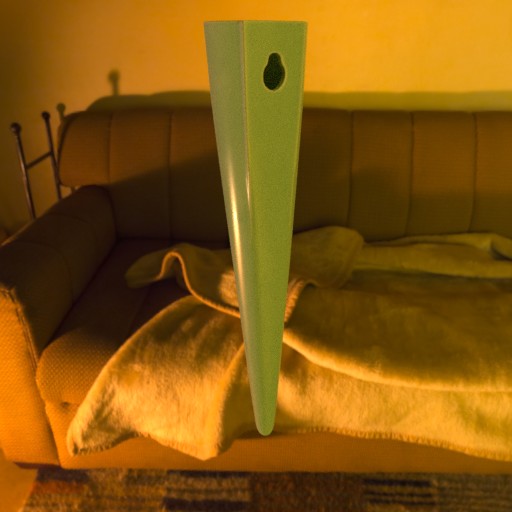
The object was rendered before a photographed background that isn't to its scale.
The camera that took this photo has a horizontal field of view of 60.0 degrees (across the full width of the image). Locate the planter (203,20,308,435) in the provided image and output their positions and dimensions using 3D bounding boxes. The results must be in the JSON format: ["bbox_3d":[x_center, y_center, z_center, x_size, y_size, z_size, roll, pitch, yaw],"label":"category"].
[{"bbox_3d":[0.000,0.000,0.286,0.054,0.268,0.055,-8,27,-17],"label":"planter"}]
